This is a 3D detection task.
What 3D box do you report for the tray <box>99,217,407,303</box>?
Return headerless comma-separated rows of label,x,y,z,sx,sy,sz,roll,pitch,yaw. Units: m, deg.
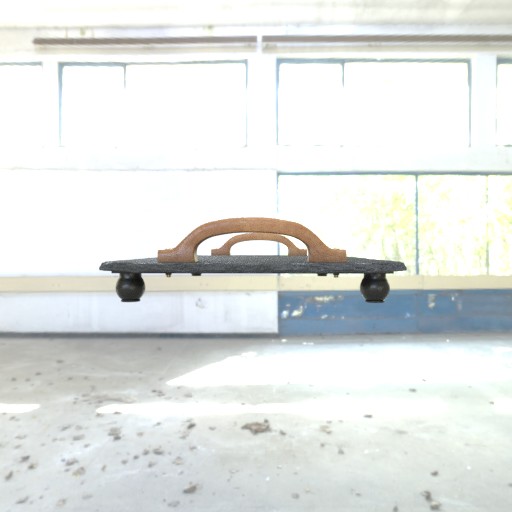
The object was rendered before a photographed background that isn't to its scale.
tray,0.000,0.000,0.481,0.231,0.062,0.387,0,1,1
